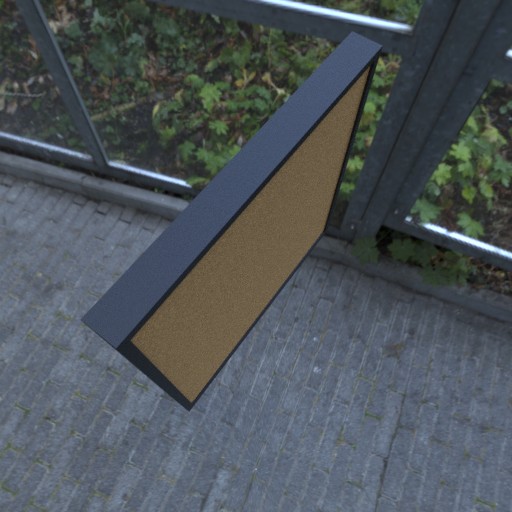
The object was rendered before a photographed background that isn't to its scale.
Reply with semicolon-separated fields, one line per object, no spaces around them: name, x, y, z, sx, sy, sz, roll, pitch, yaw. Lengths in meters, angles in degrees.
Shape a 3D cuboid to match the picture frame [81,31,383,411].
picture frame;0.000;0.000;0.462;0.030;0.317;0.317;34;69;15
